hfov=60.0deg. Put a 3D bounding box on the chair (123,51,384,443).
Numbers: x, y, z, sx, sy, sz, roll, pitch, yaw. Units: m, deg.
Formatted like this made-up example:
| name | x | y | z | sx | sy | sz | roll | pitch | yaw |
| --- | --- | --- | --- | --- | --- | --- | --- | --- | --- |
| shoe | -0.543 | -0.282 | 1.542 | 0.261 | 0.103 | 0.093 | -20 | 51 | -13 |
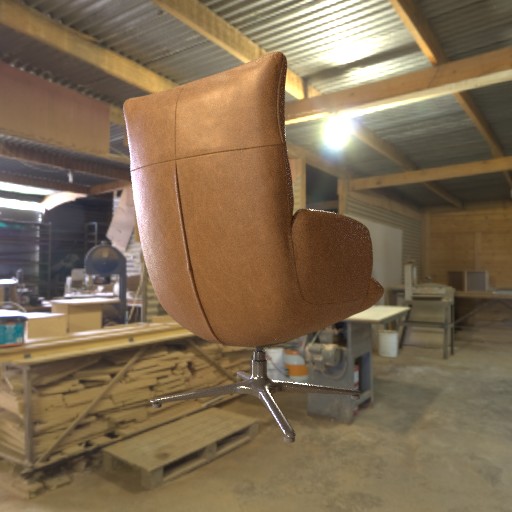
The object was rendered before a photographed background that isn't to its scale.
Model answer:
| name | x | y | z | sx | sy | sz | roll | pitch | yaw |
| --- | --- | --- | --- | --- | --- | --- | --- | --- | --- |
| chair | 0.000 | 0.000 | 1.550 | 0.711 | 1.027 | 0.794 | -1 | -2 | 35 |
